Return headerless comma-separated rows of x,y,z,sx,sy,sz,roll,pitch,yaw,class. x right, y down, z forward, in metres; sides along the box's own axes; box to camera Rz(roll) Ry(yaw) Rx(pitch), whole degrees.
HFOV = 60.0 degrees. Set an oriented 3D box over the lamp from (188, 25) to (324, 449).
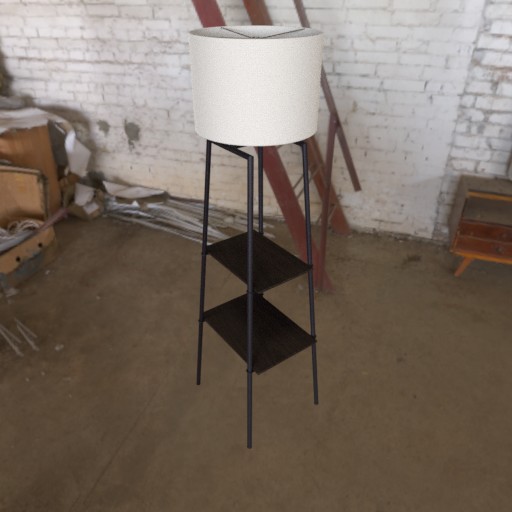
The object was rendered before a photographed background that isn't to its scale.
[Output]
0.000,0.000,1.624,0.384,1.474,0.427,-21,38,-30,lamp
